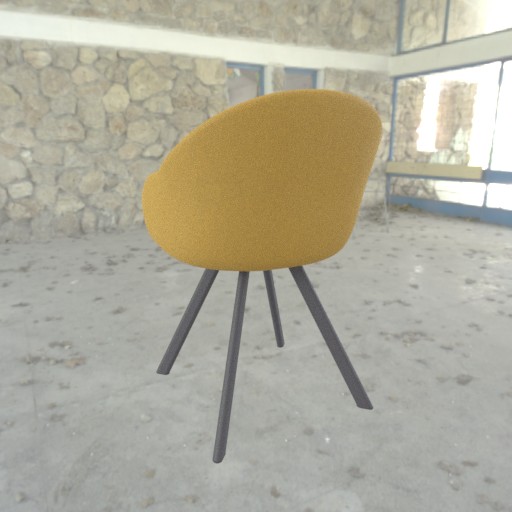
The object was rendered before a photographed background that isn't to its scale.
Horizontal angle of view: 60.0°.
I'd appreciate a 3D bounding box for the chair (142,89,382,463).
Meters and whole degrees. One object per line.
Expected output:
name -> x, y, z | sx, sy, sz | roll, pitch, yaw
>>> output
chair -> 0.000, 0.000, 1.205 | 0.551, 0.793, 0.583 | -7, 15, -27
